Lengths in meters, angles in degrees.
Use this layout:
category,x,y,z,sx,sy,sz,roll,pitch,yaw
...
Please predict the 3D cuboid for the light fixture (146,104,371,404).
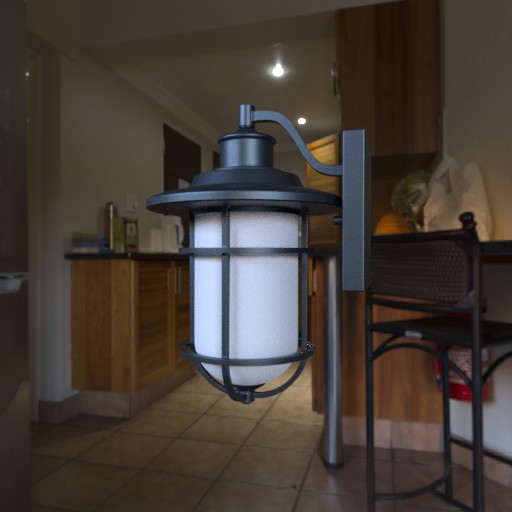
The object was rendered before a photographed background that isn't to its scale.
category,x,y,z,sx,sy,sz,roll,pitch,yaw
light fixture,0.000,0.000,0.512,0.252,0.345,0.222,0,1,18
